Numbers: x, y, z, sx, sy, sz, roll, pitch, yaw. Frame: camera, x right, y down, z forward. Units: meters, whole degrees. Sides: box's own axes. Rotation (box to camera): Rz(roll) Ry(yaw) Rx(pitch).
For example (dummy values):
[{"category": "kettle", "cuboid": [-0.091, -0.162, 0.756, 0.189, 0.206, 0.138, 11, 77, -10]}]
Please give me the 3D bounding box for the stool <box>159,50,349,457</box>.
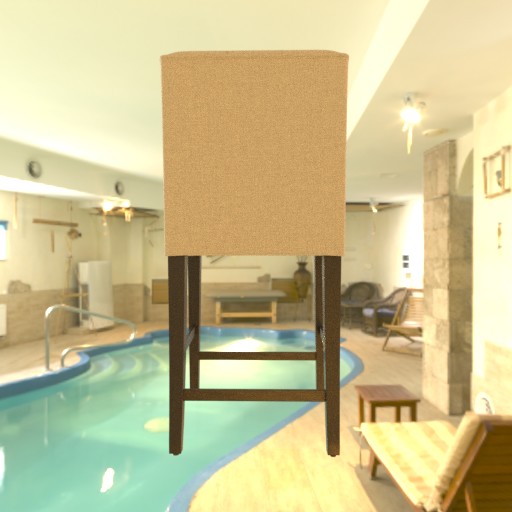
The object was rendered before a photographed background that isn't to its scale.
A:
[{"category": "stool", "cuboid": [0.000, 0.000, 1.252, 0.474, 0.939, 0.509, 0, 0, 1]}]
